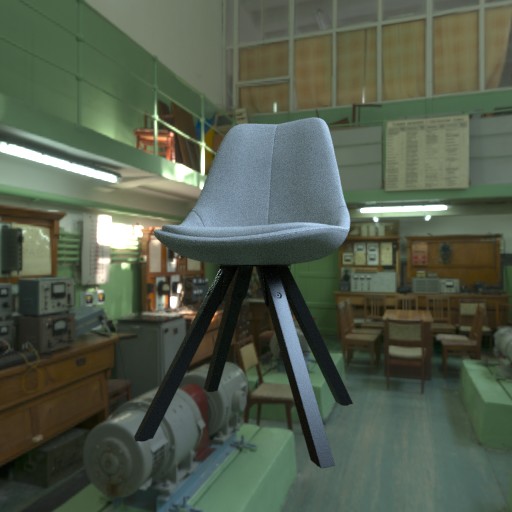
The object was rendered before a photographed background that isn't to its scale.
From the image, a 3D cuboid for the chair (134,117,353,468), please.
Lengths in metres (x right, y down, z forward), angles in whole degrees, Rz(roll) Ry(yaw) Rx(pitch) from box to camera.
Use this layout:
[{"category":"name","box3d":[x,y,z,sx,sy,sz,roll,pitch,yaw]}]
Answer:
[{"category":"chair","box3d":[0.000,0.000,1.171,0.485,0.850,0.550,0,0,17]}]
